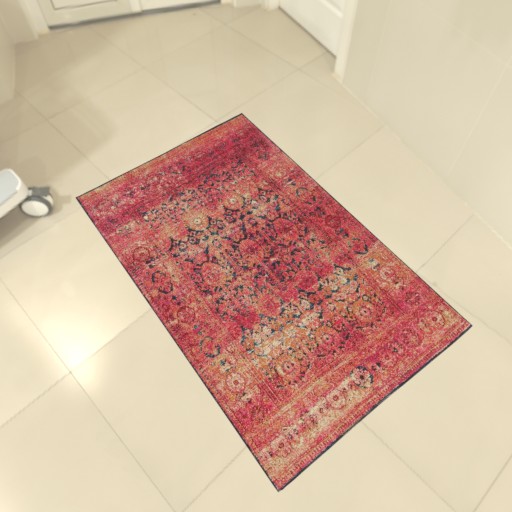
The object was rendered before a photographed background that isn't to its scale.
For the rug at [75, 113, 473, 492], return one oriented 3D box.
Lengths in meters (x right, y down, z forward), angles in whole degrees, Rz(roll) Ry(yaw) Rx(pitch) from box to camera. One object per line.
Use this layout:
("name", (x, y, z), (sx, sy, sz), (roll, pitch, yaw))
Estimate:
("rug", (0.000, 0.000, 3.030), (1.539, 0.018, 2.449), (-33, 64, -19))
